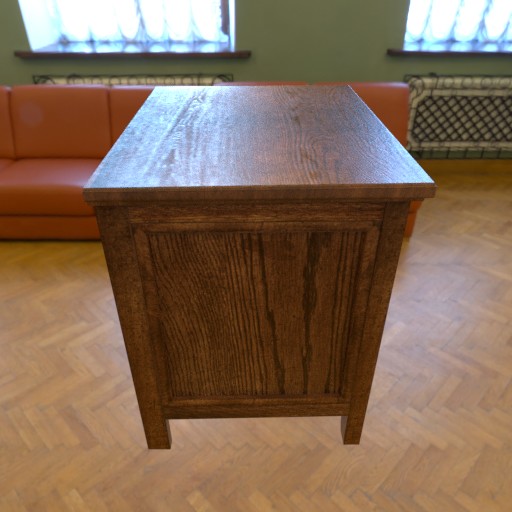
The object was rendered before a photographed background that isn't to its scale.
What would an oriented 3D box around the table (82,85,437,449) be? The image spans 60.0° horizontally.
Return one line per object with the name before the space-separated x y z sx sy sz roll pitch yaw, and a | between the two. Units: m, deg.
table | 0.000 0.000 0.980 0.461 0.597 0.586 -1 33 -1
